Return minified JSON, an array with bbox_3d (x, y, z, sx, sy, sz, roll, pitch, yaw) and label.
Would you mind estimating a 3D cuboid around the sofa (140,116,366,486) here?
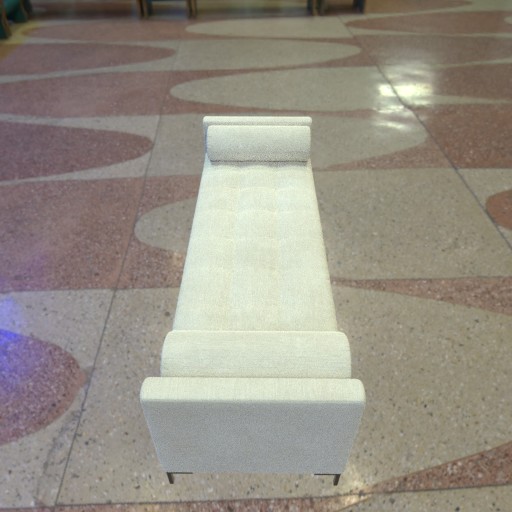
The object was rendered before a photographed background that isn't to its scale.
[{"bbox_3d":[0.000,0.000,2.251,0.686,0.635,1.981,0,42,0],"label":"sofa"}]
